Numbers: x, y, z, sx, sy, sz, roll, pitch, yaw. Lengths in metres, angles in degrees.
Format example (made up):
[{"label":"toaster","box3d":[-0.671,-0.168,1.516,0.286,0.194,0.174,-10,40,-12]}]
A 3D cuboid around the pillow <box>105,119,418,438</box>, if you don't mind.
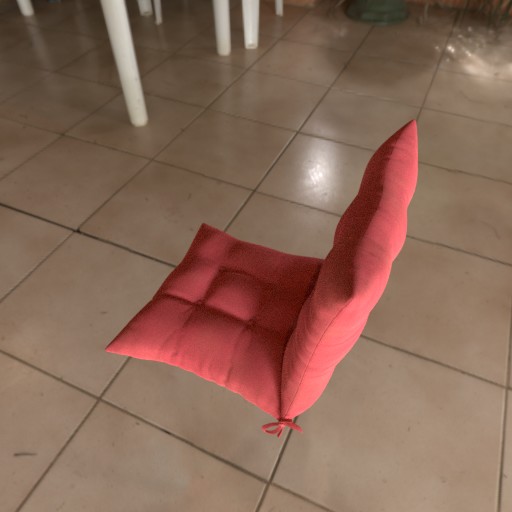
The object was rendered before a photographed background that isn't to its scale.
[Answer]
[{"label":"pillow","box3d":[0.000,0.000,1.000,0.585,0.536,0.541,18,49,16]}]
